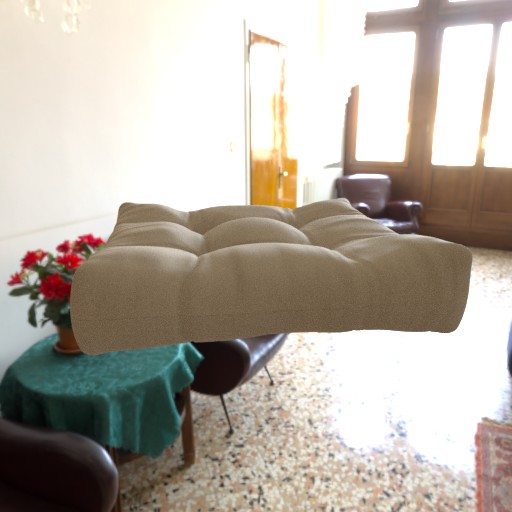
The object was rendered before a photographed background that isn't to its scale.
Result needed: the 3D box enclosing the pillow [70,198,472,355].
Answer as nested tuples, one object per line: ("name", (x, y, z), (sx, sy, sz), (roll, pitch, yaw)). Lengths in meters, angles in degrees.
("pillow", (0.000, 0.000, 0.725), (0.490, 0.128, 0.468), (-3, 16, -9))
